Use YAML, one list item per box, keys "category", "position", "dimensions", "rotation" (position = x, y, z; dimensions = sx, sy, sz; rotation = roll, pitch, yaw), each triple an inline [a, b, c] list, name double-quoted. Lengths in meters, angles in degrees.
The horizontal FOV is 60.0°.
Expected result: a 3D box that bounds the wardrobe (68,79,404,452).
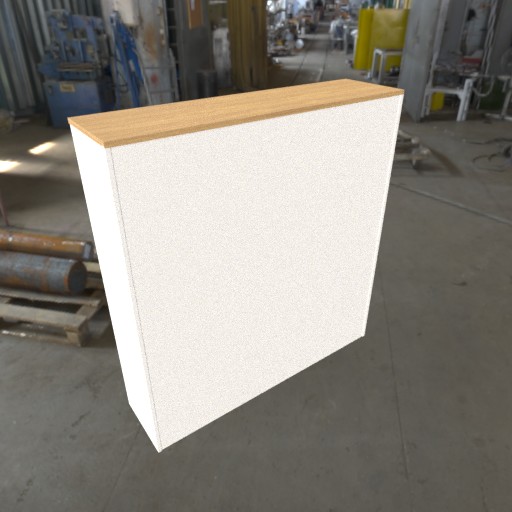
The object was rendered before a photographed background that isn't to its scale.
- category: "wardrobe"
  position: [0.000, 0.000, 3.367]
  dimensions: [2.160, 2.260, 0.590]
  rotation: [-20, 36, -30]
